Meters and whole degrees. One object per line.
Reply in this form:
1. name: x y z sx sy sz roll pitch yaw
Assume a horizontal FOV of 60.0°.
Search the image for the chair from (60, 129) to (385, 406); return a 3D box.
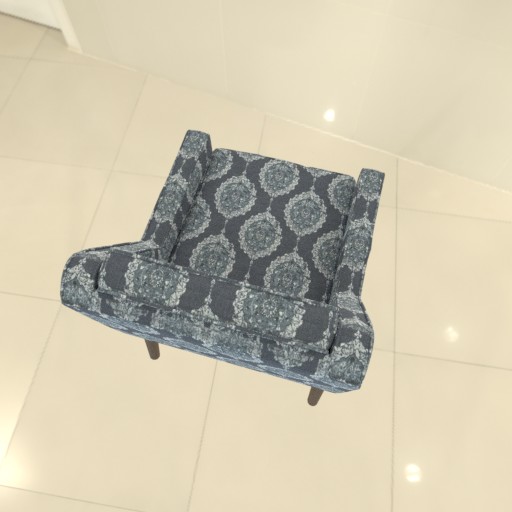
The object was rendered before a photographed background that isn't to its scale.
1. chair: 0.000 0.000 1.335 0.663 0.792 0.743 14 64 7
